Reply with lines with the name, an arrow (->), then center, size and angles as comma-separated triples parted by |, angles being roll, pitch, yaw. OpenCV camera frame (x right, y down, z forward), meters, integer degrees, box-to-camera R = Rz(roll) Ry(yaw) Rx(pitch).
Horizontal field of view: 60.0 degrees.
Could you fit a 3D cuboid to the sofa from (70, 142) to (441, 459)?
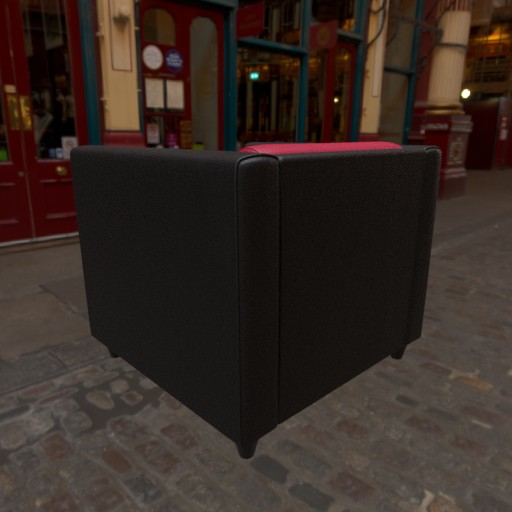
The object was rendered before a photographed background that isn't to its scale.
sofa -> 0.000, 0.000, 1.447 | 0.839, 0.724, 0.809 | -14, 21, -41
